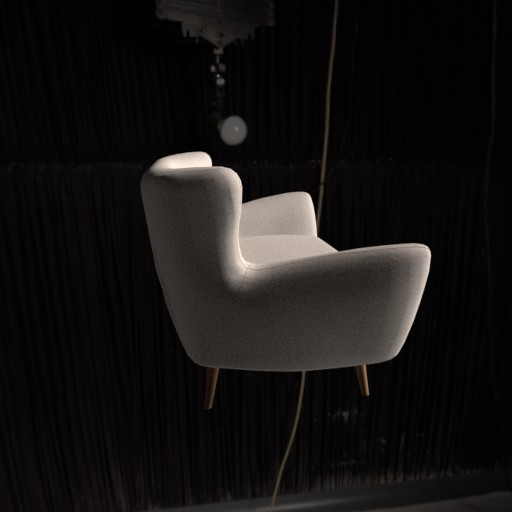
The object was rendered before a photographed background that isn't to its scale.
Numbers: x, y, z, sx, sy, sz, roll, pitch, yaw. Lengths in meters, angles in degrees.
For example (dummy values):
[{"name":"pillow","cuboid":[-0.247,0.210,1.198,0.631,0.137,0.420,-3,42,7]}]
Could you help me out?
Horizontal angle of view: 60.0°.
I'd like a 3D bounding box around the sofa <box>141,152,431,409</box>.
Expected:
[{"name":"sofa","cuboid":[0.000,0.000,2.004,0.921,0.878,1.424,-3,15,-9]}]
